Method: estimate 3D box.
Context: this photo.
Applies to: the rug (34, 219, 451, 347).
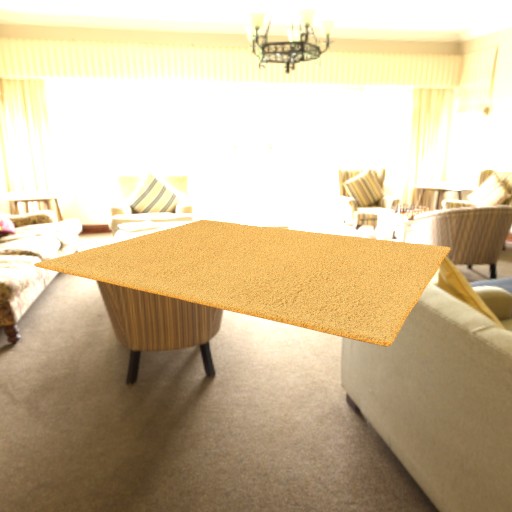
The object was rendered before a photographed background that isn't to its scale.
[{"bbox_3d":[0.000,0.000,4.101,3.047,0.029,2.438,9,17,29],"label":"rug"}]
